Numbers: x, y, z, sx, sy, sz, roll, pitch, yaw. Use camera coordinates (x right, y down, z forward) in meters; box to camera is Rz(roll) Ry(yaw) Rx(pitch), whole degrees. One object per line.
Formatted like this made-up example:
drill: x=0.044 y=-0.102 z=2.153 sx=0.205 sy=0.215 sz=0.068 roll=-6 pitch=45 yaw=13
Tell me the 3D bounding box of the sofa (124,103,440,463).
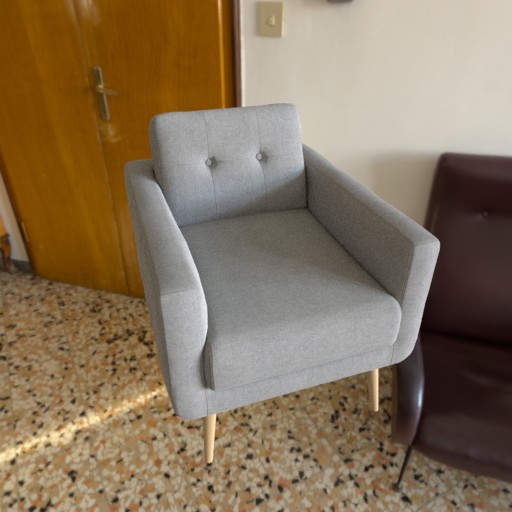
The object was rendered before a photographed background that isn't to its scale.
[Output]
sofa: x=0.000 y=0.000 z=1.521 sx=0.770 sy=0.860 sz=0.920 roll=-10 pitch=33 yaw=-16
